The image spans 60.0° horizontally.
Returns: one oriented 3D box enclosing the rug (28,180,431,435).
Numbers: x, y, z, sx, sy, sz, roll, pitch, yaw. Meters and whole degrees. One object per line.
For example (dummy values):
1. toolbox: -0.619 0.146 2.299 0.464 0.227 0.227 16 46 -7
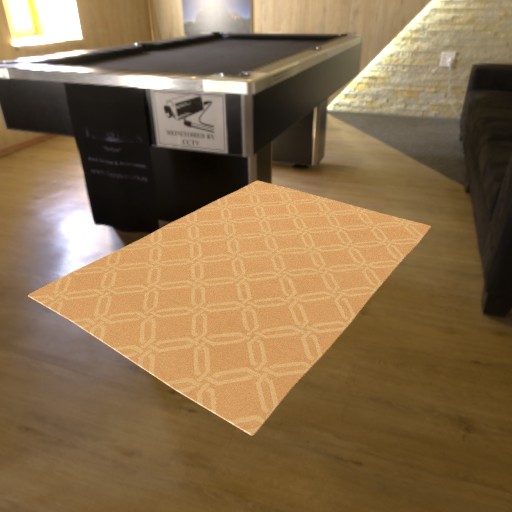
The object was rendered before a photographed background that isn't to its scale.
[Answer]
1. rug: 0.000 0.000 2.747 1.524 0.013 2.135 20 36 30
